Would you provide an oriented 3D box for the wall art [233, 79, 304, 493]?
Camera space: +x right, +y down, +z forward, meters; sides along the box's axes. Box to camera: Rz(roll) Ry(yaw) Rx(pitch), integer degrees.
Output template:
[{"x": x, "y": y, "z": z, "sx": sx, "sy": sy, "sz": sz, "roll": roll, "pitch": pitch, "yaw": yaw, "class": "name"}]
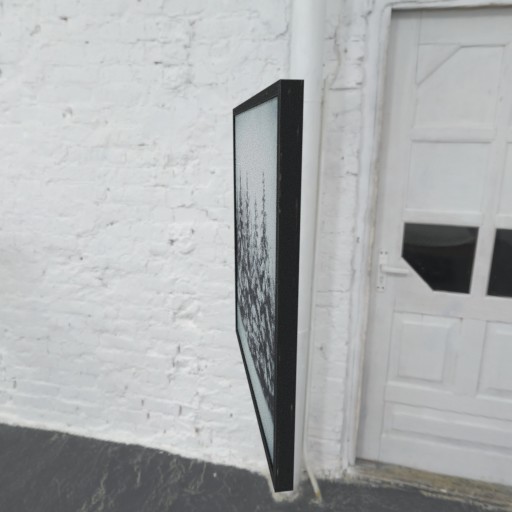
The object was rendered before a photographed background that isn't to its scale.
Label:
[{"x": 0.000, "y": 0.000, "z": 1.138, "sx": 0.037, "sy": 0.761, "sz": 0.761, "roll": -2, "pitch": 15, "yaw": -8, "class": "wall art"}]
